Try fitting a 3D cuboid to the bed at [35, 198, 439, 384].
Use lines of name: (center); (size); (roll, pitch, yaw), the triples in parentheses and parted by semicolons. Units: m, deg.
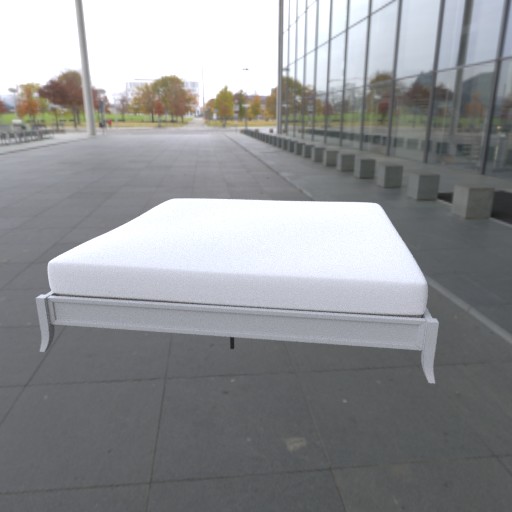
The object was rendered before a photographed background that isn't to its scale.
bed: (0.000, 0.000, 3.126); (2.007, 0.510, 2.108); (3, 17, 8)
